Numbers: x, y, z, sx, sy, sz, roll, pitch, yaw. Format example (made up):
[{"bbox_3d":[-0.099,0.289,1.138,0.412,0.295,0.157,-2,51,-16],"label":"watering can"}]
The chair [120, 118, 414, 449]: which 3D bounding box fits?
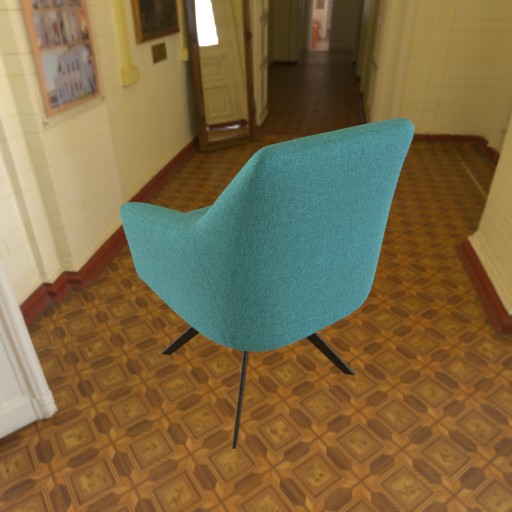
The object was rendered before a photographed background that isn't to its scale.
[{"bbox_3d":[0.000,0.000,1.320,0.642,0.874,0.677,-20,36,-30],"label":"chair"}]
